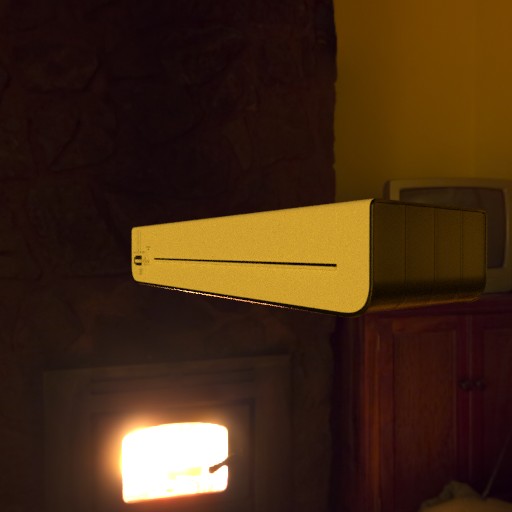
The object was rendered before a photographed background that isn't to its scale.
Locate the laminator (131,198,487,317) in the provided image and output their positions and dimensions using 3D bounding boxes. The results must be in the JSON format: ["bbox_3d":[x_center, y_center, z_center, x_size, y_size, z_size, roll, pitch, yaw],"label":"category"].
[{"bbox_3d":[0.000,0.000,0.387,0.123,0.062,0.340,0,1,-36],"label":"laminator"}]
